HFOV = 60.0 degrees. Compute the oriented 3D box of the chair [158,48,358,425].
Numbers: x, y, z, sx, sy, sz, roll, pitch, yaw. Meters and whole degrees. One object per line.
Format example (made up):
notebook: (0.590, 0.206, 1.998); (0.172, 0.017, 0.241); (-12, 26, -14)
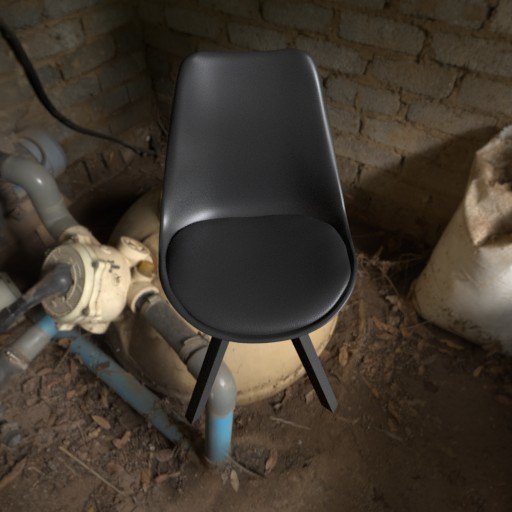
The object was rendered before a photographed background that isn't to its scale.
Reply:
chair: (0.000, 0.000, 1.148); (0.485, 0.850, 0.530); (-3, 47, -3)
